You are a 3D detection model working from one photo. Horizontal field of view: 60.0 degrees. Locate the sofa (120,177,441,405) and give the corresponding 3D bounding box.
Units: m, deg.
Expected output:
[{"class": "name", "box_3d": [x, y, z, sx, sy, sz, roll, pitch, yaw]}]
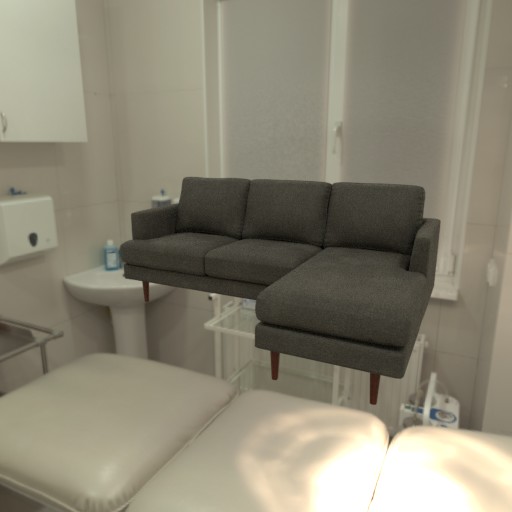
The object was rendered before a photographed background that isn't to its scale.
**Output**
[{"class": "sofa", "box_3d": [0.000, 0.000, 3.054, 2.233, 0.956, 1.504, 7, 16, 25]}]
